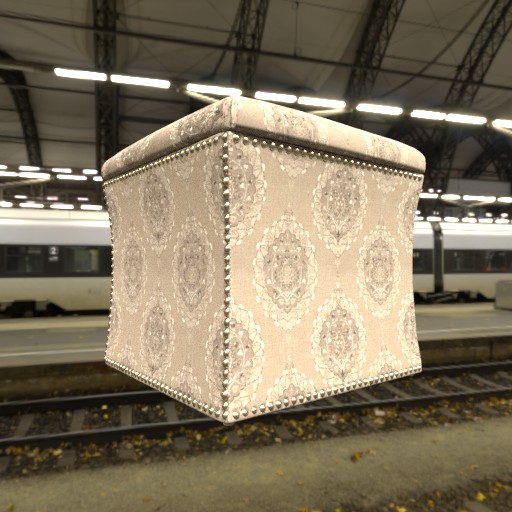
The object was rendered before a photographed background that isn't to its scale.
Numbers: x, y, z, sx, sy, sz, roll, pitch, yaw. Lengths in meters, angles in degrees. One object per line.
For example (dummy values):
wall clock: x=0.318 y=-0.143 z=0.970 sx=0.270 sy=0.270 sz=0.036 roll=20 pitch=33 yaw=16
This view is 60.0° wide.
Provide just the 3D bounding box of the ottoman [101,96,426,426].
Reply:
ottoman: x=0.000 y=0.000 z=0.915 sx=0.497 sy=0.473 sz=0.507 roll=1 pitch=-1 yaw=-38
